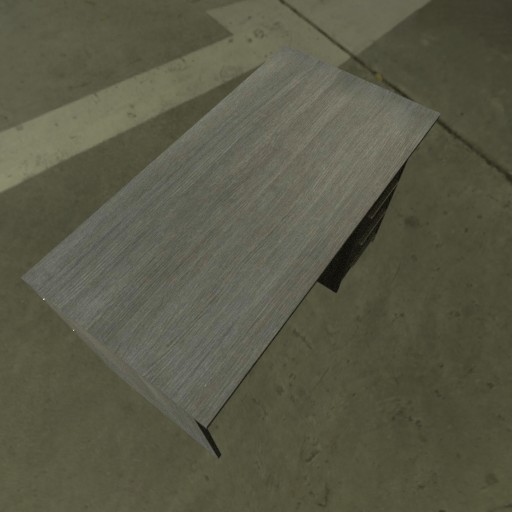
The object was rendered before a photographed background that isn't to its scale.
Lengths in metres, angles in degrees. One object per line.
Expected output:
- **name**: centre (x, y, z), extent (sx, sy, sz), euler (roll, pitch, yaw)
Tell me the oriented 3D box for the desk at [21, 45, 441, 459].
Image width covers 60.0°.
- **desk**: centre (0.000, 0.000, 1.489), extent (0.560, 0.730, 1.096), euler (32, 64, 18)
